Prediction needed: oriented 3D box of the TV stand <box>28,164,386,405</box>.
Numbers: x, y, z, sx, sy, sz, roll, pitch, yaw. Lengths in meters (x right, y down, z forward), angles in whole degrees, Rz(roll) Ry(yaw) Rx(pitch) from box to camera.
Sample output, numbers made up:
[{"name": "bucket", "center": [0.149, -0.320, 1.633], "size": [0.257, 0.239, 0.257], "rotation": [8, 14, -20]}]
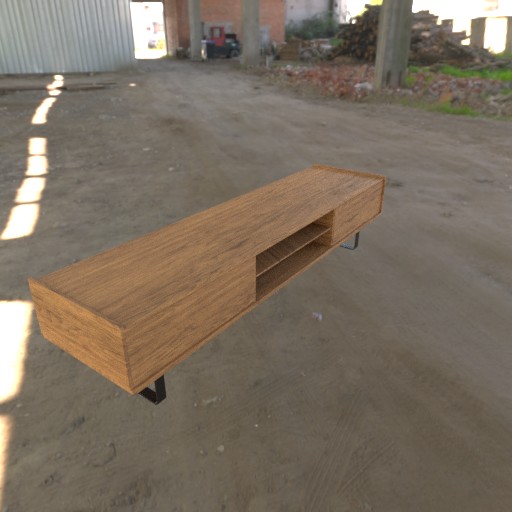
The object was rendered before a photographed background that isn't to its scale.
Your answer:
[{"name": "TV stand", "center": [0.000, 0.000, 2.012], "size": [0.467, 0.415, 1.796], "rotation": [18, 31, 32]}]
